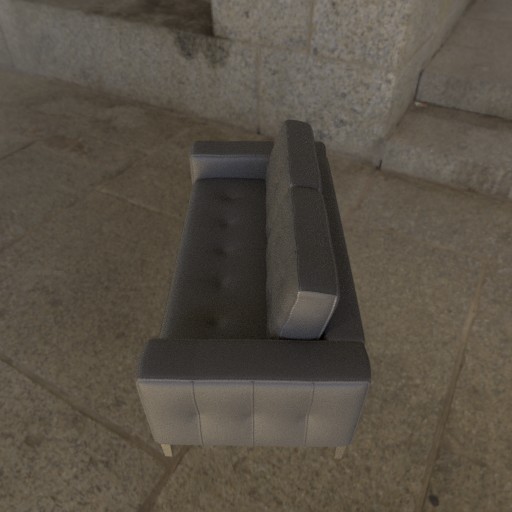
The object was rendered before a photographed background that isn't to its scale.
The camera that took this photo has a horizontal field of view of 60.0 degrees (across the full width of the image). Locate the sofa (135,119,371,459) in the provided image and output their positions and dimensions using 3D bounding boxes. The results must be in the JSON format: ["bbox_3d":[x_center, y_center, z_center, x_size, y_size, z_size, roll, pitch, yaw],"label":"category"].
[{"bbox_3d":[0.000,0.000,2.249,0.833,0.892,1.726,1,42,1],"label":"sofa"}]
